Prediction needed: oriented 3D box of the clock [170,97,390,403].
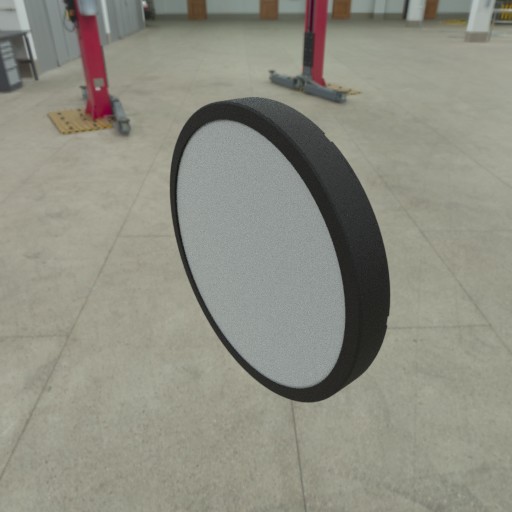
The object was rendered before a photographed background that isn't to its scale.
[{"bbox_3d":[0.000,0.000,0.435,0.040,0.293,0.293,-22,37,-31],"label":"clock"}]
